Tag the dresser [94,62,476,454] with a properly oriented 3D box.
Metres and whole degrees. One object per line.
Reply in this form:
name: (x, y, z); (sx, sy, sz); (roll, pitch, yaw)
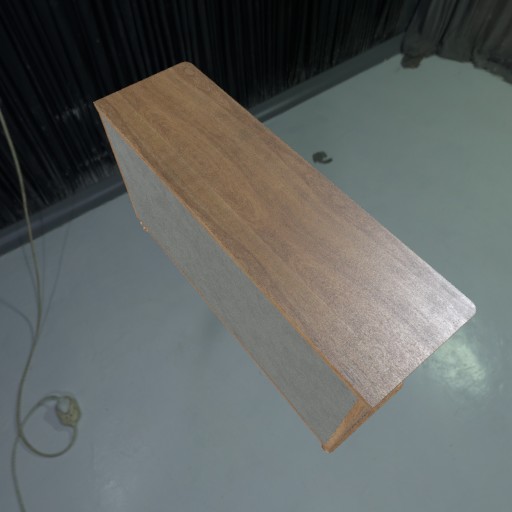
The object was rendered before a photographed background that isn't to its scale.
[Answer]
dresser: (0.000, 0.000, 1.962); (0.468, 0.892, 1.583); (-34, 63, -20)
